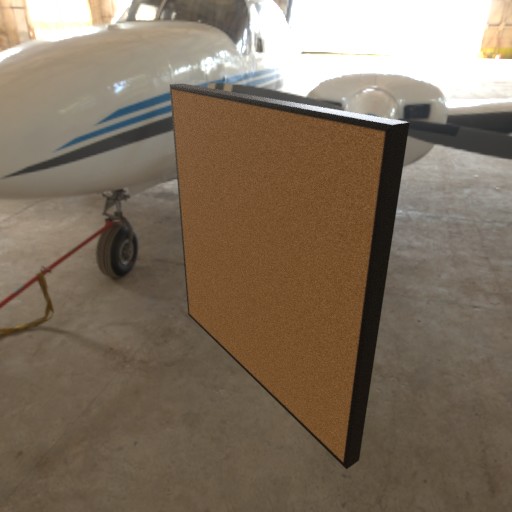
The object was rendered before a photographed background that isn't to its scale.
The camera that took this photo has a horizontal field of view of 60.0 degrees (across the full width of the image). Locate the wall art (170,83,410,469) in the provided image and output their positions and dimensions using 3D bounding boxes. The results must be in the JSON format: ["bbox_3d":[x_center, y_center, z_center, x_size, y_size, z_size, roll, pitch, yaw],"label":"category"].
[{"bbox_3d":[0.000,0.000,0.755,0.028,0.511,0.513,-18,31,-31],"label":"wall art"}]
